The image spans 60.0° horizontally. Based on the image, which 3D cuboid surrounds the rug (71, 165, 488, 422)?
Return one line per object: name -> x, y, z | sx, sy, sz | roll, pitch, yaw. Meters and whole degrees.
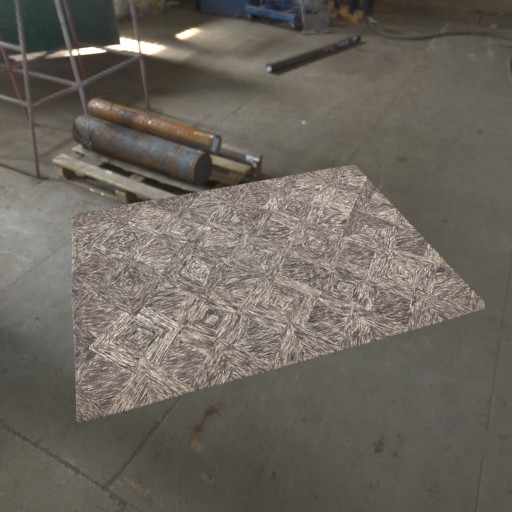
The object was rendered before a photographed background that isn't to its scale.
rug -> 0.000, 0.000, 5.145 | 4.093, 0.020, 2.997 | -12, 44, -13
